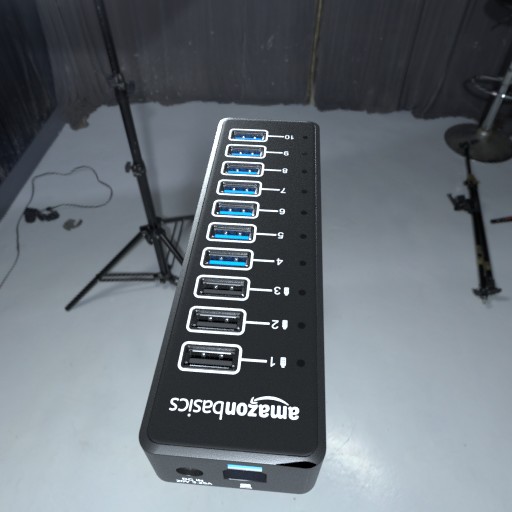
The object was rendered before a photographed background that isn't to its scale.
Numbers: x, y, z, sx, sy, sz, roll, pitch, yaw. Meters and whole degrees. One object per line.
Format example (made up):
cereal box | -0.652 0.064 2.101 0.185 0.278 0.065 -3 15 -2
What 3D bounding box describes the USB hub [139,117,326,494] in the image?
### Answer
USB hub | 0.000 0.000 0.157 0.044 0.023 0.145 4 48 3
